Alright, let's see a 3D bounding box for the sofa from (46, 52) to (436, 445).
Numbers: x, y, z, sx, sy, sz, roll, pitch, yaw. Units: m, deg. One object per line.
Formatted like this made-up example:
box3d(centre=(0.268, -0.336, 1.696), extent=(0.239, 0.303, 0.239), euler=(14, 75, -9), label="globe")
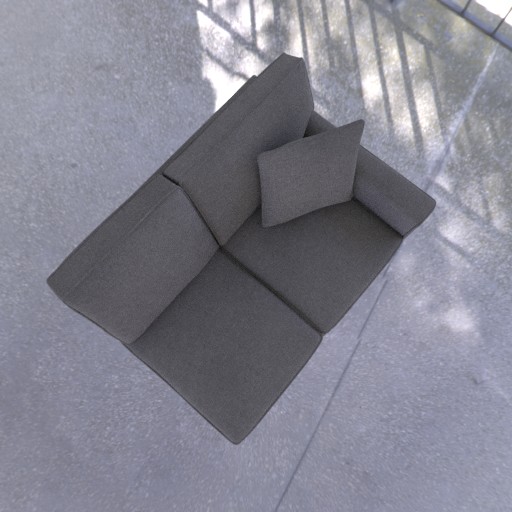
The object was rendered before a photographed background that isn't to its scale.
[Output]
box3d(centre=(0.000, 0.000, 2.065), extent=(0.991, 0.989, 1.388), euler=(40, 79, 10), label="sofa")
